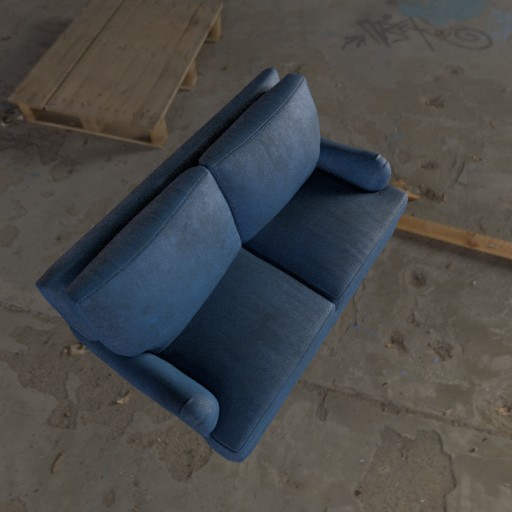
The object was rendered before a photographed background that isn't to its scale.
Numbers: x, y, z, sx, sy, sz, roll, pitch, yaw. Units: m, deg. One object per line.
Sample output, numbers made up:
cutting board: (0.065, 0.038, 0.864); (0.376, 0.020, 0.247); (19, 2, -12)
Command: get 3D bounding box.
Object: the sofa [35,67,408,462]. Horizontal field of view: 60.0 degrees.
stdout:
sofa: (0.000, 0.000, 2.467); (1.084, 1.101, 1.853); (31, 63, 17)
